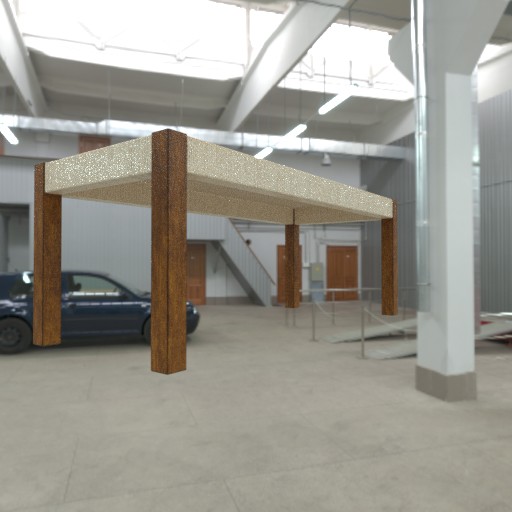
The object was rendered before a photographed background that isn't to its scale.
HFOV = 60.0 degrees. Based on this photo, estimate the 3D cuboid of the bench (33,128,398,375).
[{"bbox_3d":[0.000,0.000,1.448,0.507,0.457,1.198,-1,-1,37],"label":"bench"}]
